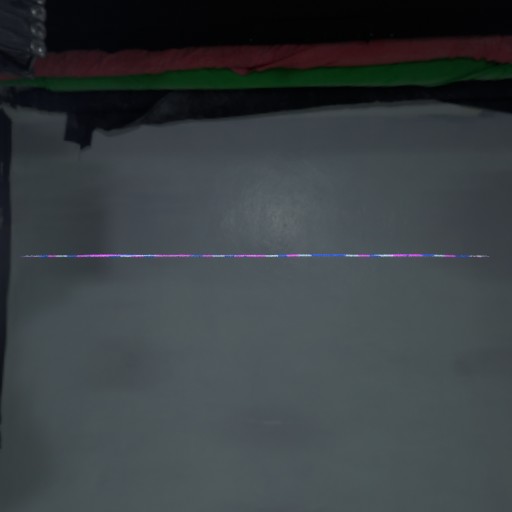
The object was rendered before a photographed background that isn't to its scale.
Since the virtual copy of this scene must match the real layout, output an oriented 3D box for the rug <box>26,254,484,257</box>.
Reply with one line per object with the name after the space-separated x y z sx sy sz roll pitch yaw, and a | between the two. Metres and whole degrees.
0.000 0.000 2.961 2.350 0.013 1.539 0 0 2 | rug
